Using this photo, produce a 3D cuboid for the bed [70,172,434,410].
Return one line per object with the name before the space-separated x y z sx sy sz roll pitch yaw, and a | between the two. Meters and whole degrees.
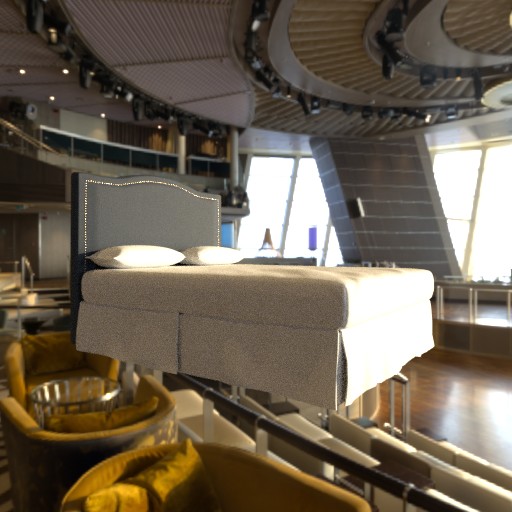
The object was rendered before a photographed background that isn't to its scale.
bed | 0.000 0.000 3.428 2.282 1.436 1.821 0 1 35
